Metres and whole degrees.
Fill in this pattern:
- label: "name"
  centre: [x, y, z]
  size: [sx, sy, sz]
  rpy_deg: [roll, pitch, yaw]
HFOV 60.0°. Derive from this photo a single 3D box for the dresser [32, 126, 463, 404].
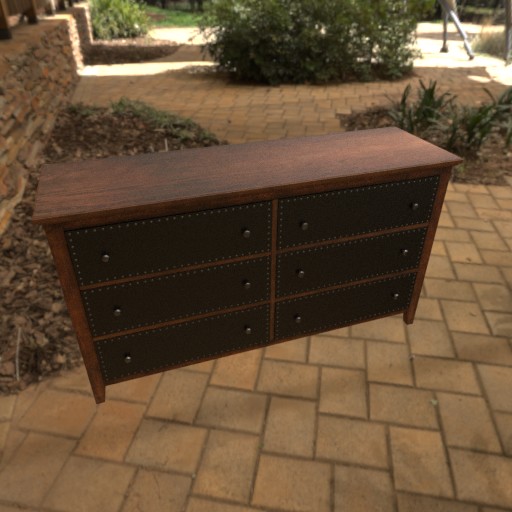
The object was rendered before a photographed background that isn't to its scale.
- label: "dresser"
  centre: [0.000, 0.000, 1.923]
  size: [1.551, 0.856, 0.463]
  rpy_deg: [-10, 34, -16]
